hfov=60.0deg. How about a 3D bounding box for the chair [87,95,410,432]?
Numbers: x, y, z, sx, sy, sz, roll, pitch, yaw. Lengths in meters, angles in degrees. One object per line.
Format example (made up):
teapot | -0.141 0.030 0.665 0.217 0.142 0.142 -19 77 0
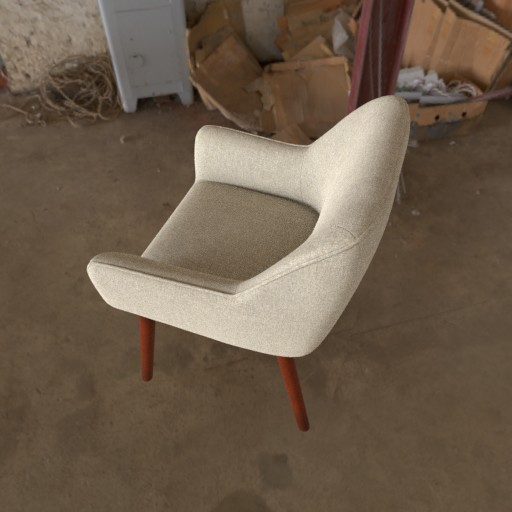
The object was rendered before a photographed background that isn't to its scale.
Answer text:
chair | 0.000 0.000 1.215 0.610 0.813 0.610 15 50 14
